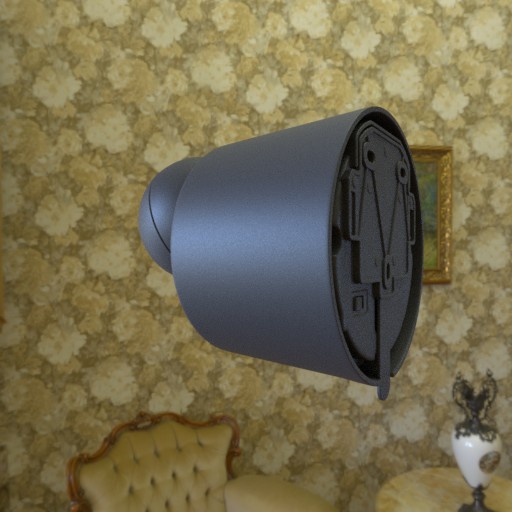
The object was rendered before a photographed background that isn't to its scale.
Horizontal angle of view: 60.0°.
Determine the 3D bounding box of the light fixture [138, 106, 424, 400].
[{"bbox_3d":[0.000,0.000,0.264,0.160,0.143,0.134,0,0,35],"label":"light fixture"}]
